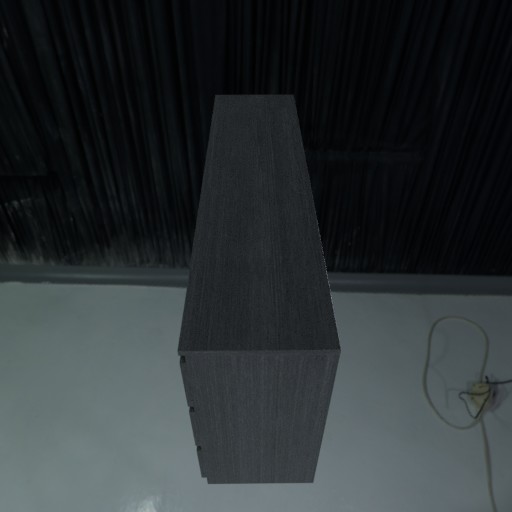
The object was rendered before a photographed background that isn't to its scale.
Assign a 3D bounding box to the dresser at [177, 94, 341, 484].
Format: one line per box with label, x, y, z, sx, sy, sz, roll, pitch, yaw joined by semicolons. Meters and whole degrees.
dresser;0.000;0.000;1.937;0.400;0.795;1.590;0;42;0
